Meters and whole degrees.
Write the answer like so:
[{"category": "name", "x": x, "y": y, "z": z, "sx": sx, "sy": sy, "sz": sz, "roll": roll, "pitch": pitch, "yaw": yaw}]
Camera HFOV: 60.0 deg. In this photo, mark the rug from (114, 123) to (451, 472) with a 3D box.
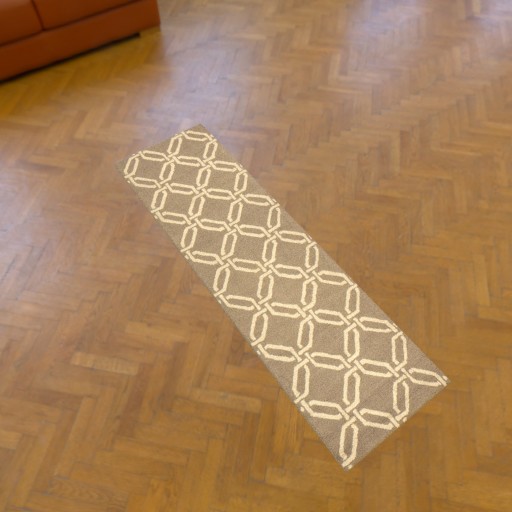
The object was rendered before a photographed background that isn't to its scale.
[{"category": "rug", "x": 0.000, "y": 0.000, "z": 2.528, "sx": 0.678, "sy": 0.014, "sz": 2.276, "roll": -31, "pitch": 62, "yaw": -19}]
